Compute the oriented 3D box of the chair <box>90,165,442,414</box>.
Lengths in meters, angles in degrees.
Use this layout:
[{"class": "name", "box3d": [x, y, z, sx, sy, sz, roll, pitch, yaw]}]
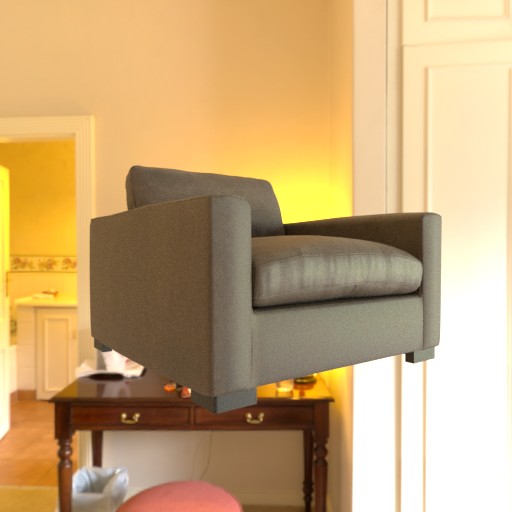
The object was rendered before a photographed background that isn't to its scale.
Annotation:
[{"class": "chair", "box3d": [0.000, 0.000, 1.842, 1.106, 0.807, 1.080, 0, 1, -36]}]
